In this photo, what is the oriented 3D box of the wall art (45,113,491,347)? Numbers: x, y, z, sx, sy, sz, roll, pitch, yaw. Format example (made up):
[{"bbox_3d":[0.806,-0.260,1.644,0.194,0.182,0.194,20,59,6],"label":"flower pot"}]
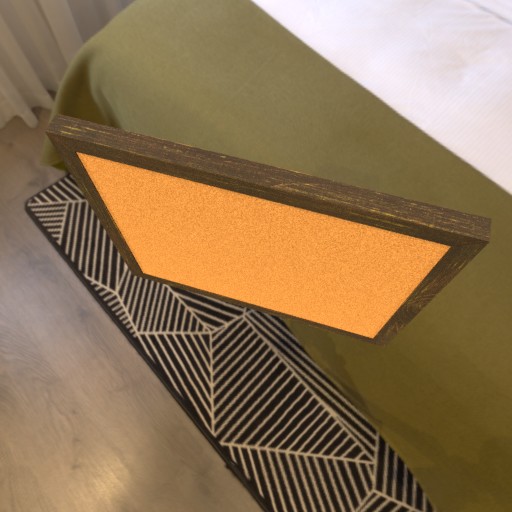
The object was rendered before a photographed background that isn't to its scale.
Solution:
[{"bbox_3d":[0.000,0.000,0.745,0.558,0.457,0.032,15,65,7],"label":"wall art"}]
